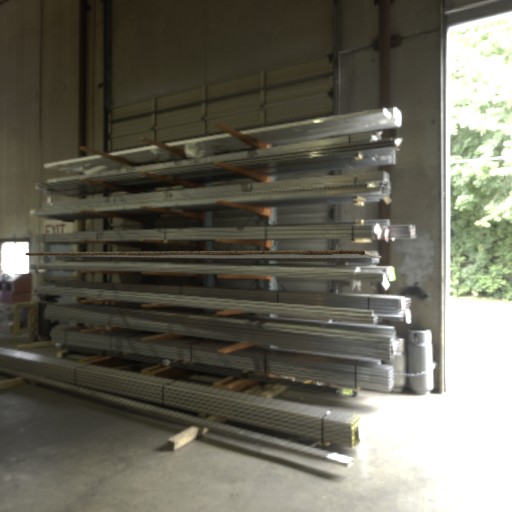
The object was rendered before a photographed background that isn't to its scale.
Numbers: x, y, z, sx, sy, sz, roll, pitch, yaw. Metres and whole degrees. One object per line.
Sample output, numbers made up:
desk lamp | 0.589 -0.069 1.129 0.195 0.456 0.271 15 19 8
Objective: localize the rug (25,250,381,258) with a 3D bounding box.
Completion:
rug | 0.000 0.000 2.913 1.528 0.014 2.292 0 -1 17
